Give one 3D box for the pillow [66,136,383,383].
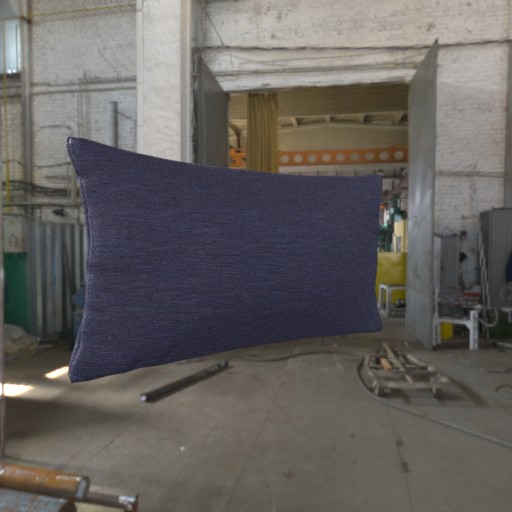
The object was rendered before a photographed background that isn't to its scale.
[{"bbox_3d":[0.000,0.000,0.785,0.633,0.338,0.210,-1,3,-34],"label":"pillow"}]
